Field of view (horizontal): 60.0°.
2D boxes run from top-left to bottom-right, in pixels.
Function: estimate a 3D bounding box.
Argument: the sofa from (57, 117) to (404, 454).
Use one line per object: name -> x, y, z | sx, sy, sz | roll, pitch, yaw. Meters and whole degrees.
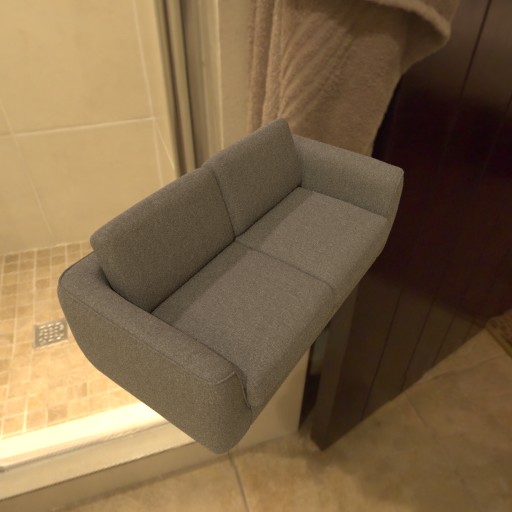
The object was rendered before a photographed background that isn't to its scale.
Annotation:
sofa -> 0.000, 0.000, 2.201 | 0.920, 0.870, 1.700 | 24, 46, 26
